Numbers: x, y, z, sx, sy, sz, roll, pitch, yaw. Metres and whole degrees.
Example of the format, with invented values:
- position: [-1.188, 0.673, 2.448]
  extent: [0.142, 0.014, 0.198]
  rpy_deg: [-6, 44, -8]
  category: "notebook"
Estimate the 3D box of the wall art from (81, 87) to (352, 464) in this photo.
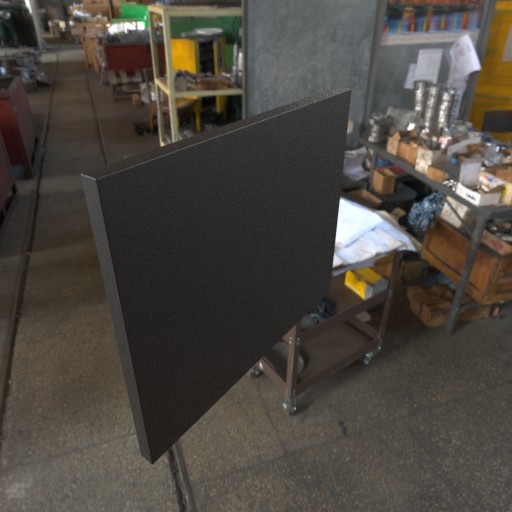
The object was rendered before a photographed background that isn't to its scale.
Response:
- position: [0.000, 0.000, 0.746]
  extent: [0.031, 0.457, 0.558]
  rpy_deg: [21, 37, 31]
  category: "wall art"
